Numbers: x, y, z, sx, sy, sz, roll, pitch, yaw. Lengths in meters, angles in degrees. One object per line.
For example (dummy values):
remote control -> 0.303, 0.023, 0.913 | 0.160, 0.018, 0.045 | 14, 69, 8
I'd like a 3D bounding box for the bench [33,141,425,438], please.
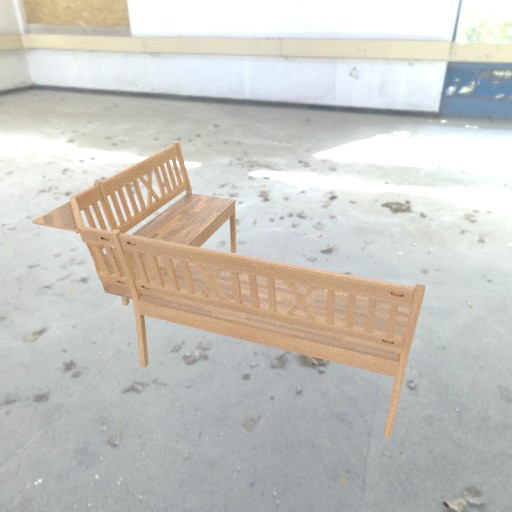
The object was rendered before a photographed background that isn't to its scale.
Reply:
bench -> 0.000, 0.000, 2.824 | 1.937, 0.902, 1.537 | 10, 31, 18
